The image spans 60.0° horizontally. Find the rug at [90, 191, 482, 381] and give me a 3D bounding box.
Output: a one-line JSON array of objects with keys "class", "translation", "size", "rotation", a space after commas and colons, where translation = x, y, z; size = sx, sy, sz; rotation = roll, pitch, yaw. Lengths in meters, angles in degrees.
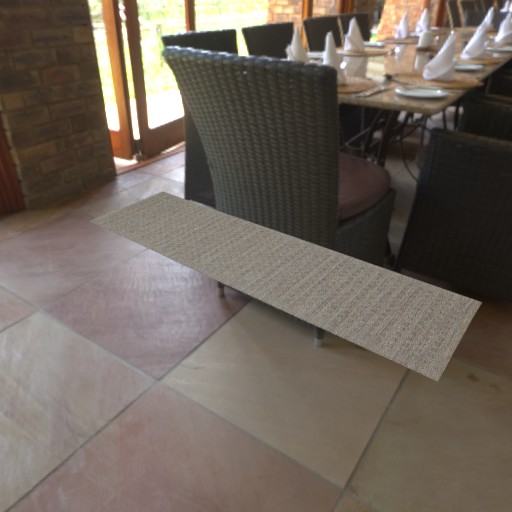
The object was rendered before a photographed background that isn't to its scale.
[{"class": "rug", "translation": [0.000, 0.000, 2.710], "size": [2.437, 0.005, 0.688], "rotation": [22, 37, 32]}]
